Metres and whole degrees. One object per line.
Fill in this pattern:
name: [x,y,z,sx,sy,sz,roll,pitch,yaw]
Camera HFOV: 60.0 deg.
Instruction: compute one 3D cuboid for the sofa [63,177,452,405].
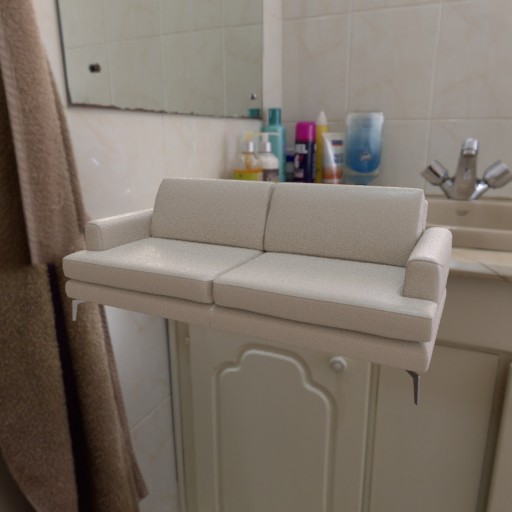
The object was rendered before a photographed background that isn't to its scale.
sofa: [0.000,0.000,2.438,1.940,0.765,0.974,7,16,26]
